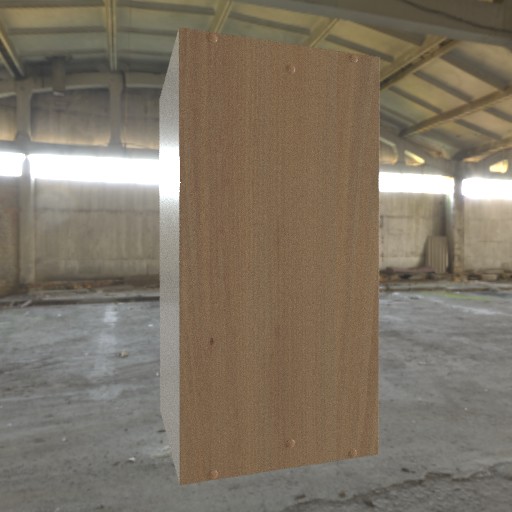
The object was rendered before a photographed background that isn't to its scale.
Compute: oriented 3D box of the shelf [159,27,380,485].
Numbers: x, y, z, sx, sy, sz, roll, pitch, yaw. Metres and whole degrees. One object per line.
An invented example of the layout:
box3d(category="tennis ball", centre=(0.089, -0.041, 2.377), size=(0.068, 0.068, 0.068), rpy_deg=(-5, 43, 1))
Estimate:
box3d(category="shelf", centre=(0.000, 0.000, 0.756), size=(0.297, 0.594, 0.290), rpy_deg=(0, 1, -17))
